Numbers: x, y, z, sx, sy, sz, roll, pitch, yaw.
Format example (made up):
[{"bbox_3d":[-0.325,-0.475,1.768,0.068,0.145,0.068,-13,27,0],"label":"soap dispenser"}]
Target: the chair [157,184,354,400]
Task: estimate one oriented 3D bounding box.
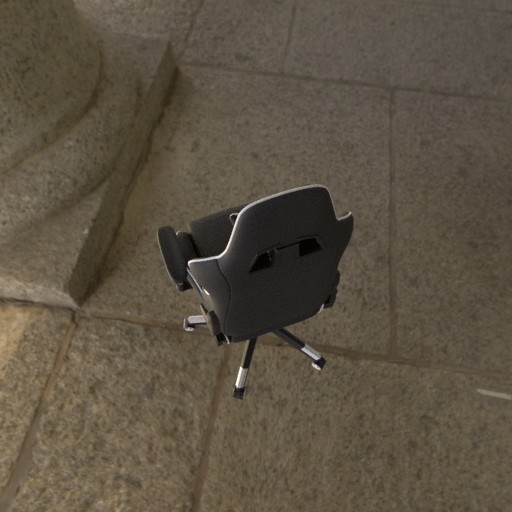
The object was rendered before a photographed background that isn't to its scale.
[{"bbox_3d":[0.000,0.000,1.673,0.700,1.240,0.700,-18,61,-10],"label":"chair"}]
